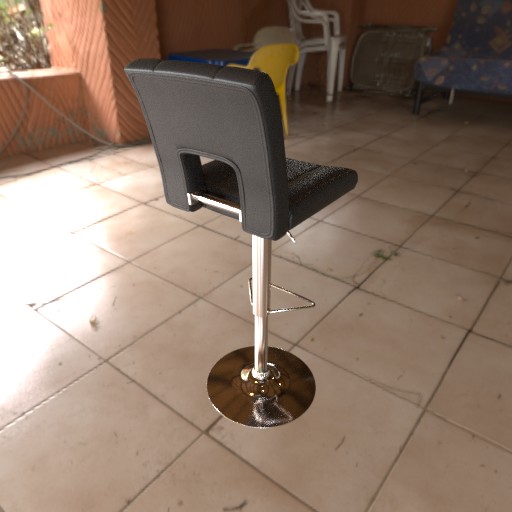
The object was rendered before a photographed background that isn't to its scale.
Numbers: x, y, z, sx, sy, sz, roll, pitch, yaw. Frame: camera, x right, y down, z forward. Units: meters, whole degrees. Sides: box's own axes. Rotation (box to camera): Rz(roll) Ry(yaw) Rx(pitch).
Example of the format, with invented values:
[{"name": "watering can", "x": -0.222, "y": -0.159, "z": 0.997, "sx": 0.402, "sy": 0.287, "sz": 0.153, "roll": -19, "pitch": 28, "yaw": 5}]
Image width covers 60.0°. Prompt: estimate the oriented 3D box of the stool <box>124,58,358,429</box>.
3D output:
[{"name": "stool", "x": 0.000, "y": 0.000, "z": 1.374, "sx": 0.415, "sy": 1.151, "sz": 0.520, "roll": 21, "pitch": 36, "yaw": 31}]
